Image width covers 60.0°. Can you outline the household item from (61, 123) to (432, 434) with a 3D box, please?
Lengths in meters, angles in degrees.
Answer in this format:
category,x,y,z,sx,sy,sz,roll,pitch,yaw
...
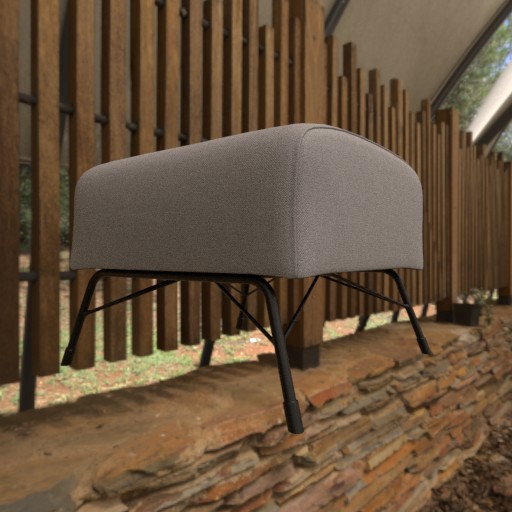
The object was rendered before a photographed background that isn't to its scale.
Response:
category,x,y,z,sx,sy,sz,roll,pitch,yaw
household item,0.000,0.000,0.882,0.530,0.410,0.530,0,0,37
